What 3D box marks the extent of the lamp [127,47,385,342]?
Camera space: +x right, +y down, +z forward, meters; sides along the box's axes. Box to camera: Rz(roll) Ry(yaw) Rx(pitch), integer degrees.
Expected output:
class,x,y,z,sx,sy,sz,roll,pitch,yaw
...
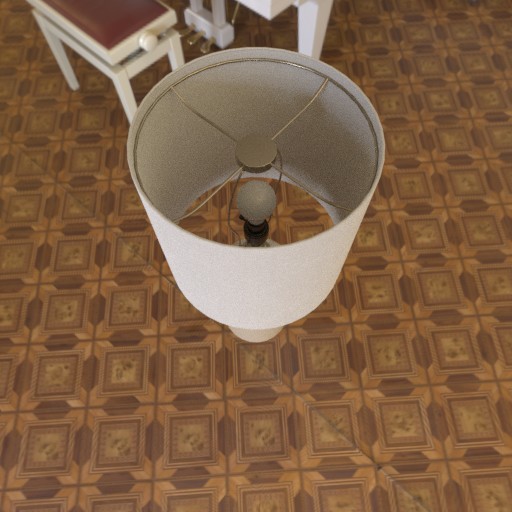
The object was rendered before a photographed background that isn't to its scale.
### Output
class,x,y,z,sx,sy,sz,roll,pitch,yaw
lamp,0.000,0.000,0.595,0.220,0.475,0.220,-33,68,-15
